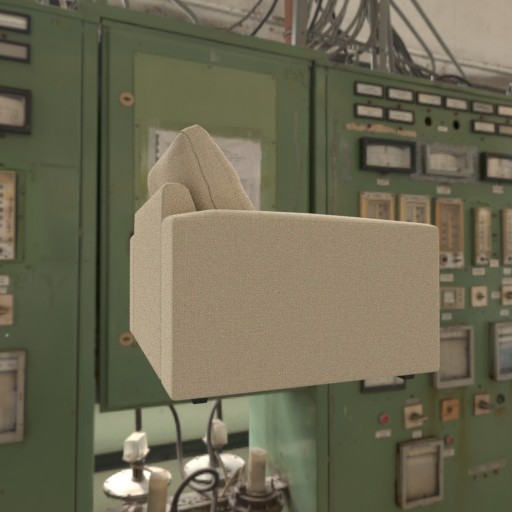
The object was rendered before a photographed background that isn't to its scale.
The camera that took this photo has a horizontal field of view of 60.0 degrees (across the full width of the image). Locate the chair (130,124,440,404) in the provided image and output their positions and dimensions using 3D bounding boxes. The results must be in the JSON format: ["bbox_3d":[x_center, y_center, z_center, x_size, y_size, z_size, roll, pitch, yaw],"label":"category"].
[{"bbox_3d":[0.000,0.000,2.103,1.039,0.915,1.398,0,-1,-21],"label":"chair"}]
